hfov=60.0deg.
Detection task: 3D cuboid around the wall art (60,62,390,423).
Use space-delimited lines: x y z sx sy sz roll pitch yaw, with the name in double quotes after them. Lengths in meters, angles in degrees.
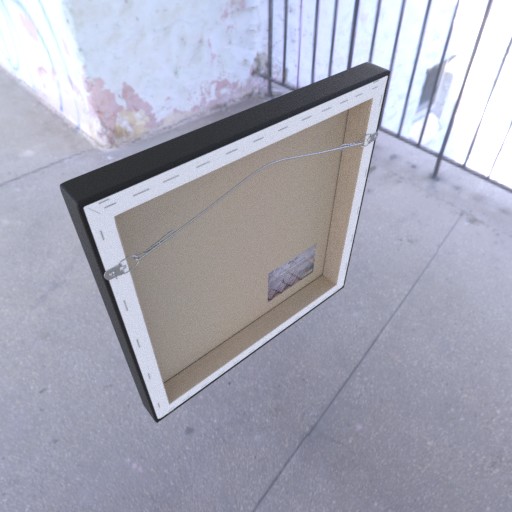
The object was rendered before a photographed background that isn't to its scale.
0.000 0.000 0.601 0.406 0.407 0.041 -31 53 -27 "wall art"
